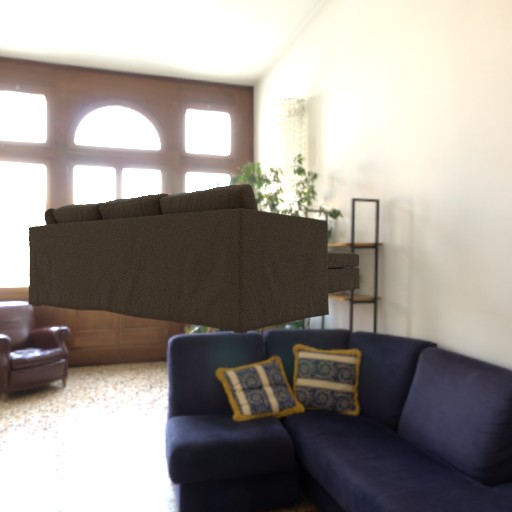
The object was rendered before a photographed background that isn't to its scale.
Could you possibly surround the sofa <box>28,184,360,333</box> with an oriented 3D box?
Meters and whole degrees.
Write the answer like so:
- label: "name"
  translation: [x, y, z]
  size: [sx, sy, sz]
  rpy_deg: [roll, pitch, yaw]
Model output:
- label: "sofa"
  translation: [0.000, 0.000, 4.531]
  size: [2.427, 0.882, 3.460]
  rpy_deg: [0, 0, 37]
